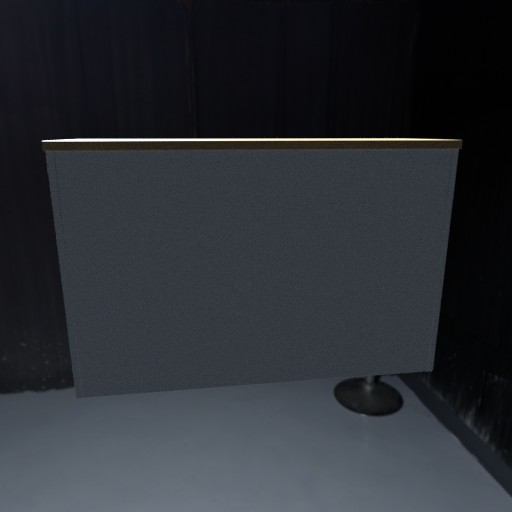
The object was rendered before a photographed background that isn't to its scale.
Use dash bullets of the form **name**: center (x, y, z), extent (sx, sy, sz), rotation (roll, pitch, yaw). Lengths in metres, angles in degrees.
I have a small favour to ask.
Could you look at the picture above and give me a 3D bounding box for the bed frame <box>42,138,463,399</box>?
- **bed frame**: center (0.000, 0.000, 1.672), extent (1.300, 0.850, 0.430), rotation (-2, 16, -8)
